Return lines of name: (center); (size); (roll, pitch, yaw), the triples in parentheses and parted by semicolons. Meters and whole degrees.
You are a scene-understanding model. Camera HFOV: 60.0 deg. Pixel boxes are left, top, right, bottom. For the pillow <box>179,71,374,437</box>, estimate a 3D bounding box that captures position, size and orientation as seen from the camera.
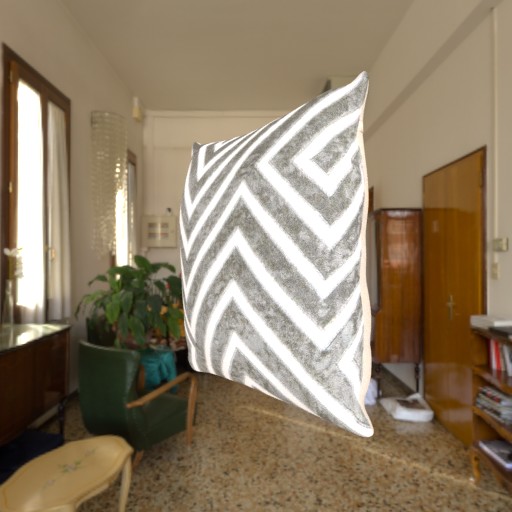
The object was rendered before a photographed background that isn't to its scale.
pillow: (0.000, 0.000, 0.687); (0.182, 0.441, 0.440); (0, -1, -36)
